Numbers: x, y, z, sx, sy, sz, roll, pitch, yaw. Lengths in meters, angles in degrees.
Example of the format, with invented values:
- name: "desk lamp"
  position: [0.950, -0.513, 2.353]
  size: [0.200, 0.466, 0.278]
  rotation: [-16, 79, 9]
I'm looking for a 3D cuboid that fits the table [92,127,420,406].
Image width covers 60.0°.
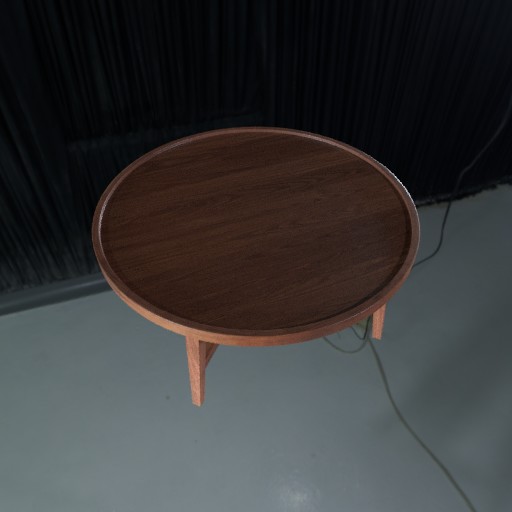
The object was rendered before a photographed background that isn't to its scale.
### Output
- name: "table"
  position: [0.000, 0.000, 1.243]
  size: [0.800, 0.360, 0.800]
  rotation: [0, 45, 0]
